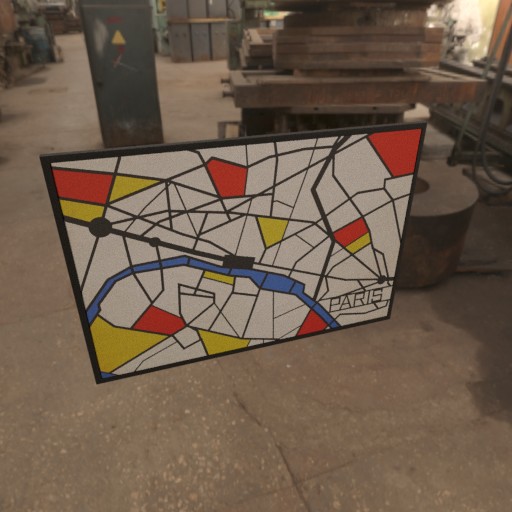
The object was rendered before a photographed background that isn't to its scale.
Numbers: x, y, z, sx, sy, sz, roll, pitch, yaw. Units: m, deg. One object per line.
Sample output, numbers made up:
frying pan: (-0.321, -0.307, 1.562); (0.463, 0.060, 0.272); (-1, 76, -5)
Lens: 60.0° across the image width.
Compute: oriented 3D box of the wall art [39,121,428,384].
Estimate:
wall art: (0.000, 0.000, 0.851); (0.664, 0.458, 0.013); (-9, 31, -16)
